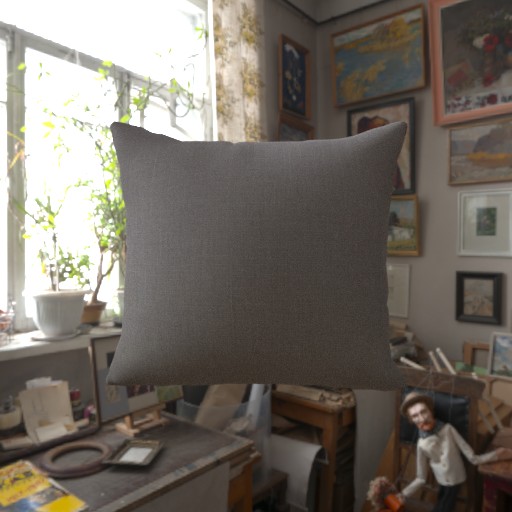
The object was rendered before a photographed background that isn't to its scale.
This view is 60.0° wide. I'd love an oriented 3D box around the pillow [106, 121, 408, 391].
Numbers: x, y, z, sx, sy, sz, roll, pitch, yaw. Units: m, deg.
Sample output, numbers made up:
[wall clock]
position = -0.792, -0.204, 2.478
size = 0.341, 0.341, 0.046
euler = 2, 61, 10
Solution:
[pillow]
position = 0.000, 0.000, 0.800
size = 0.546, 0.487, 0.180
euler = 0, 0, 1
